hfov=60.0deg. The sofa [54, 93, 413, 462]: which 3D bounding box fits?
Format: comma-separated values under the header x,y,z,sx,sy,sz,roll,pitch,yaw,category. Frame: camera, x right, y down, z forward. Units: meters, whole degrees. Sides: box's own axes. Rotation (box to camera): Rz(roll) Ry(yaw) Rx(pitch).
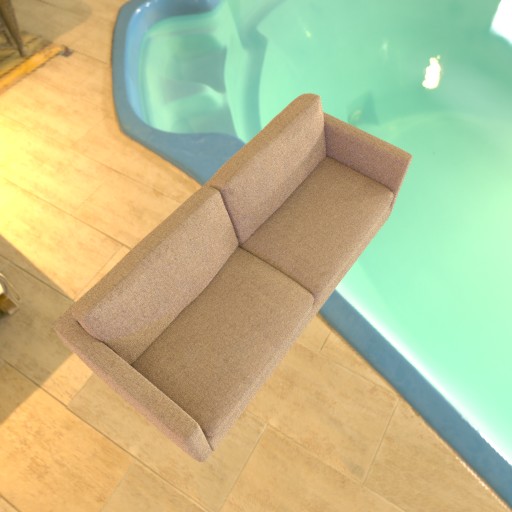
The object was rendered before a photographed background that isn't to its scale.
x,y,z,sx,sy,sz,roll,pitch,yaw,category
0.000,0.000,2.763,0.951,0.965,2.208,33,63,19,sofa
